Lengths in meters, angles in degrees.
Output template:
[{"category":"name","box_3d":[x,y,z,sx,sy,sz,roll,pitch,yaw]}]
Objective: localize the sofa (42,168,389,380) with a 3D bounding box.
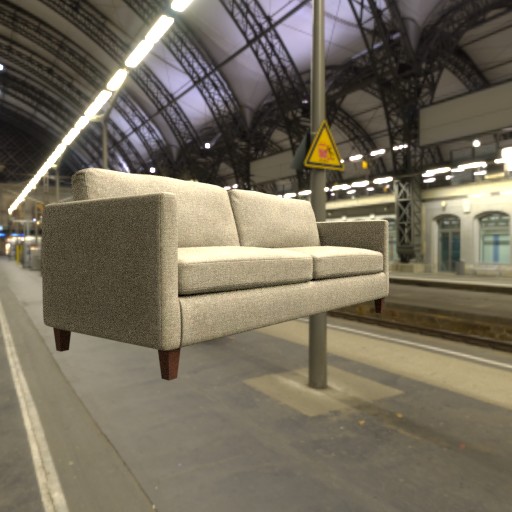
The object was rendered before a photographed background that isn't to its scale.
[{"category":"sofa","box_3d":[0.000,0.000,2.938,0.948,0.951,2.434,1,2,37]}]
